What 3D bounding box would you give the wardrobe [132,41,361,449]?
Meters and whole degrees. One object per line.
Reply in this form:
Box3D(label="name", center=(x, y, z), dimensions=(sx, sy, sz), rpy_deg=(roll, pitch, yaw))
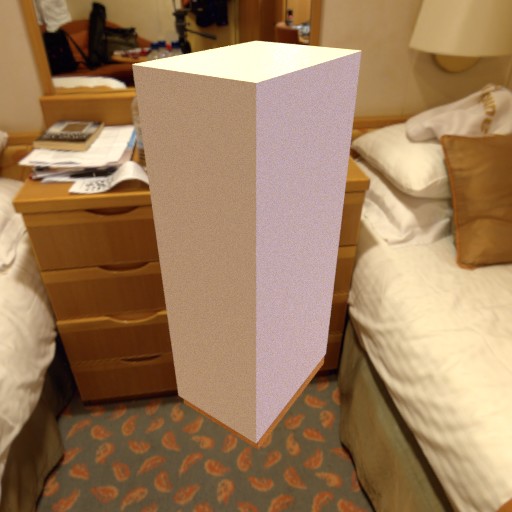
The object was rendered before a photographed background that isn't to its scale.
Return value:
Box3D(label="wardrobe", center=(0.000, 0.000, 2.463), dimensions=(0.600, 2.040, 0.860), rpy_deg=(21, 38, 29))
